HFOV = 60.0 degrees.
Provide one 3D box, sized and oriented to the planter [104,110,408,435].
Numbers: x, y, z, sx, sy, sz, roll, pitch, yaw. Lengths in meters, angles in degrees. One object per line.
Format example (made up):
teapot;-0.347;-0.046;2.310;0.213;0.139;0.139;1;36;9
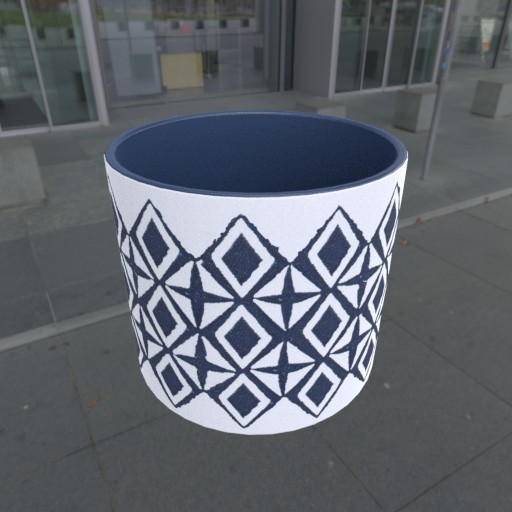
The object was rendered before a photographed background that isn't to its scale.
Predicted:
planter;0.000;0.000;0.388;0.224;0.203;0.224;0;30;0
